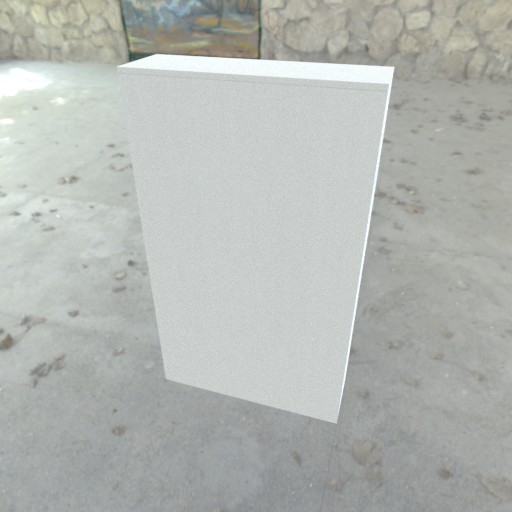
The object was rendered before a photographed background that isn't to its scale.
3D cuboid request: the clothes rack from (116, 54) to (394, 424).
[{"bbox_3d":[0.000,0.000,1.604,0.750,1.280,0.250,10,34,15],"label":"clothes rack"}]
